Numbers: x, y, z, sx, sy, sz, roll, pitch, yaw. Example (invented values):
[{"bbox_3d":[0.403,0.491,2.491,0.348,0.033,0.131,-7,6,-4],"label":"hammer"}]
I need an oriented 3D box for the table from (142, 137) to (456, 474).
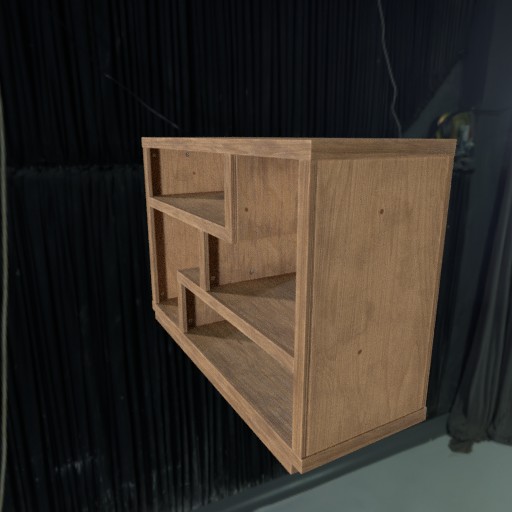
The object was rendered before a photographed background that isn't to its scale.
[{"bbox_3d":[0.000,0.000,1.499,0.410,0.771,1.151,-8,17,-28],"label":"table"}]
